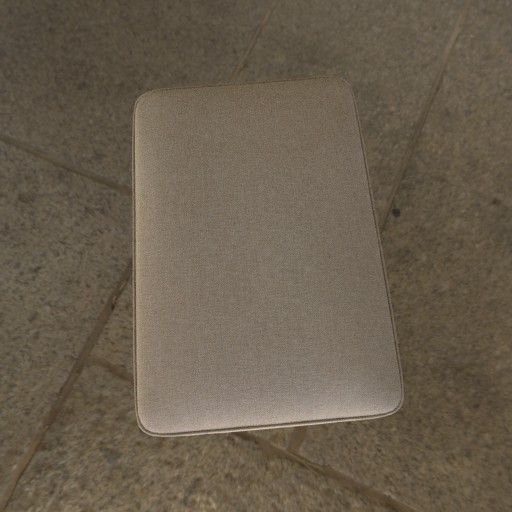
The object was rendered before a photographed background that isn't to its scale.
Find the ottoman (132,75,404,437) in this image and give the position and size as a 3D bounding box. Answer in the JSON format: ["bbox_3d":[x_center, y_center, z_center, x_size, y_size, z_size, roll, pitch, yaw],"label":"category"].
[{"bbox_3d":[0.000,0.000,1.149,0.559,0.458,0.813,-5,75,-1],"label":"ottoman"}]
